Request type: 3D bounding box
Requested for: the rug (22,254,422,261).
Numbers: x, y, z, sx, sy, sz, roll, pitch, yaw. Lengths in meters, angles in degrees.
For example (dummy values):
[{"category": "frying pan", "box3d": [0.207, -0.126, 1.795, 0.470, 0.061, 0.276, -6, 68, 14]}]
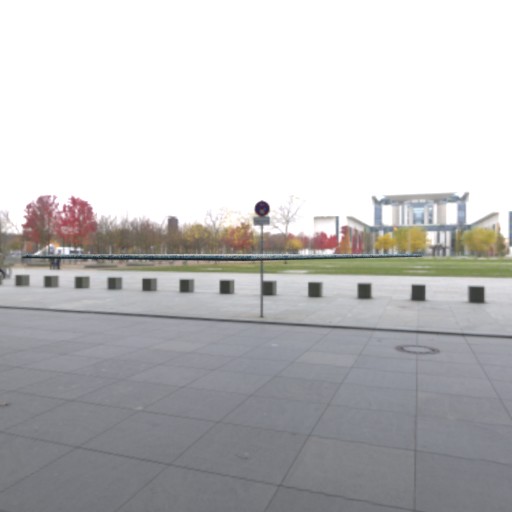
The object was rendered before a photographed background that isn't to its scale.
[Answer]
[{"category": "rug", "box3d": [0.000, 0.000, 2.332, 1.219, 0.016, 1.829, 0, 0, 35]}]
